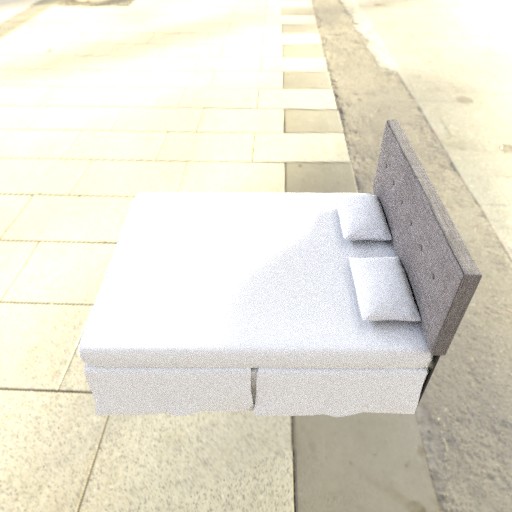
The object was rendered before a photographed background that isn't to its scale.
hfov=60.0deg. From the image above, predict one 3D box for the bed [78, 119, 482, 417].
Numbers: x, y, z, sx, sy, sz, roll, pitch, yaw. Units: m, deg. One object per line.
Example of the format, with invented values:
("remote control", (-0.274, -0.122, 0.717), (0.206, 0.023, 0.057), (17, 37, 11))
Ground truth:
("bed", (0.000, 0.000, 2.885), (1.958, 1.168, 1.621), (0, 41, 0))
